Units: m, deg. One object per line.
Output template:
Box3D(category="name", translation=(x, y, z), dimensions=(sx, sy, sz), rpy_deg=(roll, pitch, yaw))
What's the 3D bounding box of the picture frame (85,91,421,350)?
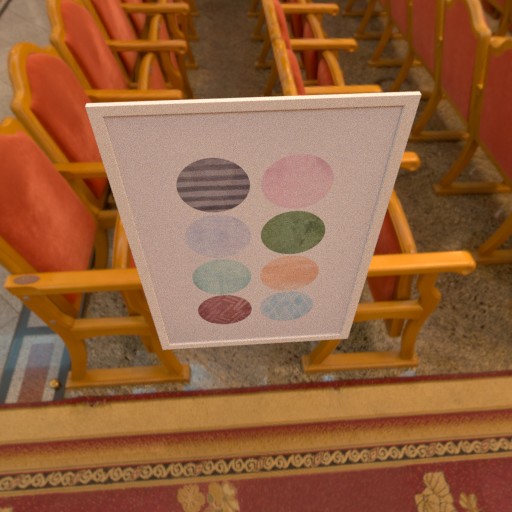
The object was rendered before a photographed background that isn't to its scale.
Box3D(category="picture frame", translation=(0.000, 0.000, 1.225), dimensions=(0.659, 0.940, 0.013), rpy_deg=(-3, 49, -3))
